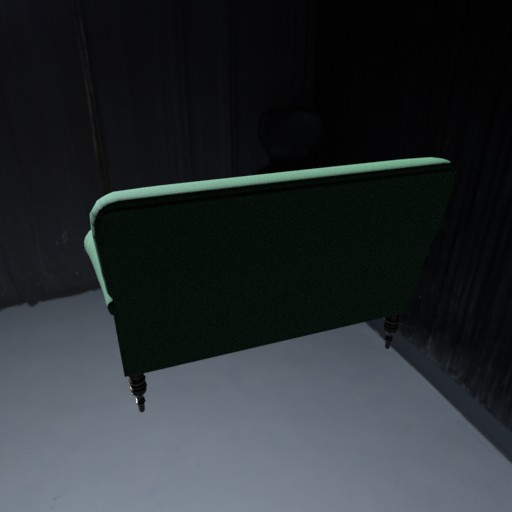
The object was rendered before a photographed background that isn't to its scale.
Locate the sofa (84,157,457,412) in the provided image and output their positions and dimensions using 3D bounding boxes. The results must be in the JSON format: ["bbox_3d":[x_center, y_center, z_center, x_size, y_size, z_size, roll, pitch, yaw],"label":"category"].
[{"bbox_3d":[0.000,0.000,1.820,1.297,0.889,0.779,-9,29,-18],"label":"sofa"}]
